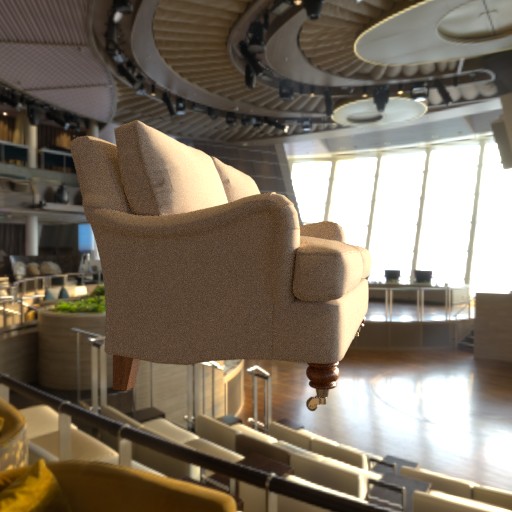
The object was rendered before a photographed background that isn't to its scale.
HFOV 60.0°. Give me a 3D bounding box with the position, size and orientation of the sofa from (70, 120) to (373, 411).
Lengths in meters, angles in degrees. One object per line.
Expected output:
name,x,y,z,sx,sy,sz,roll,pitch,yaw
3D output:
sofa,0.000,0.000,2.240,1.087,1.048,1.508,0,0,18
